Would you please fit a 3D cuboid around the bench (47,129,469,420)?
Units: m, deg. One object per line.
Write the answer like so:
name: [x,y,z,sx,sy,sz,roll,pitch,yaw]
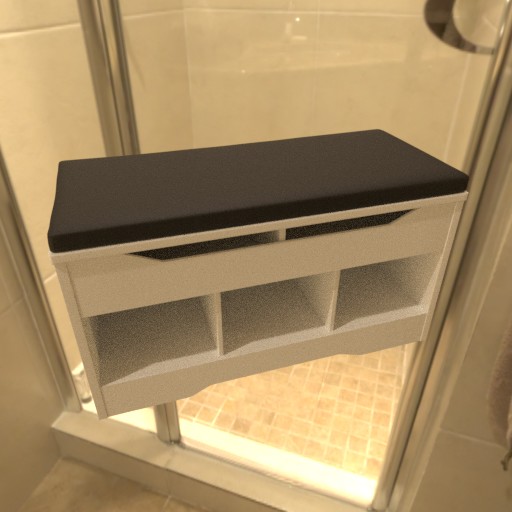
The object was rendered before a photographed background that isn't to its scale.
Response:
bench: [0.000,0.000,1.170,0.899,0.500,0.401,-10,33,-15]
